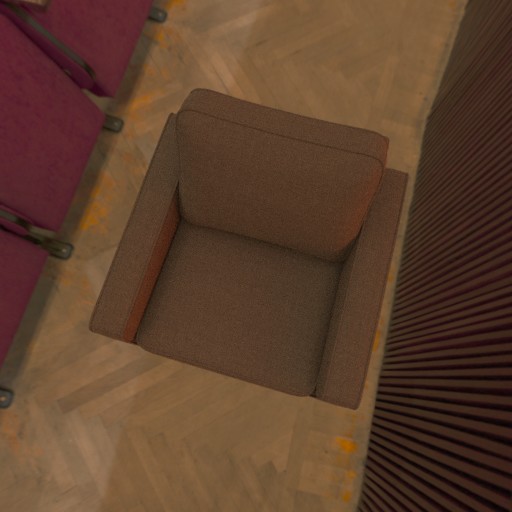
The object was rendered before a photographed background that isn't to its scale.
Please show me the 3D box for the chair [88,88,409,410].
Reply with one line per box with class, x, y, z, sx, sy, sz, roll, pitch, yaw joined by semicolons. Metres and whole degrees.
chair;0.000;0.000;1.750;1.017;0.919;0.940;15;75;4
